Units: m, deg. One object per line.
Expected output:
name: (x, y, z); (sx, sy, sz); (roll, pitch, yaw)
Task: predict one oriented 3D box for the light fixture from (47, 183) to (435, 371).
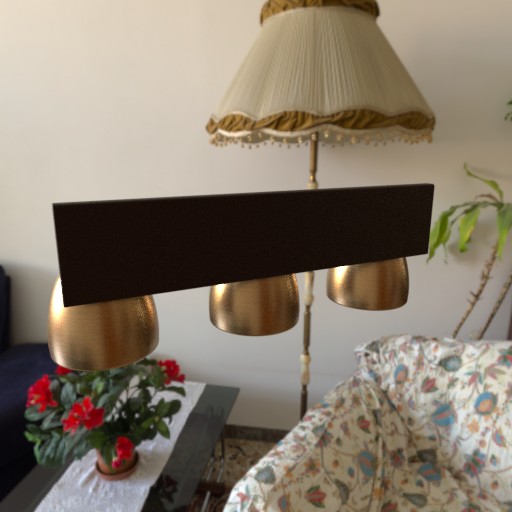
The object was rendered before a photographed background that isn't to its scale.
light fixture: (0.000, 0.000, 0.662); (0.582, 0.204, 0.157); (-7, 16, -26)
